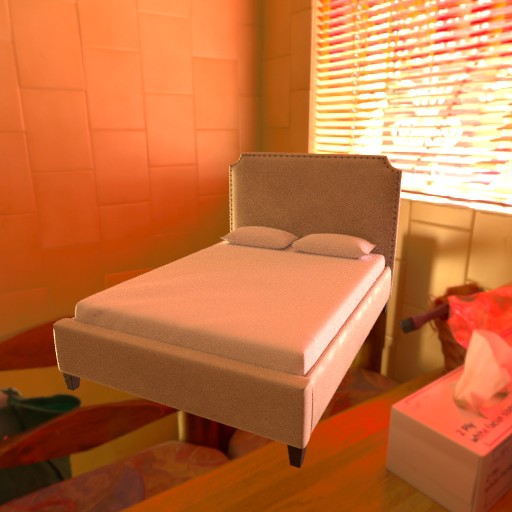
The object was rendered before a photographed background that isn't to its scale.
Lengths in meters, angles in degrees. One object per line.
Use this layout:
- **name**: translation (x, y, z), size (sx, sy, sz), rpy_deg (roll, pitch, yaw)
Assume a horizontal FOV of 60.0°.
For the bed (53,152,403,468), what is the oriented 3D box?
- **bed**: translation (0.000, 0.000, 3.365), size (1.712, 1.443, 2.372), rpy_deg (7, 17, 25)
